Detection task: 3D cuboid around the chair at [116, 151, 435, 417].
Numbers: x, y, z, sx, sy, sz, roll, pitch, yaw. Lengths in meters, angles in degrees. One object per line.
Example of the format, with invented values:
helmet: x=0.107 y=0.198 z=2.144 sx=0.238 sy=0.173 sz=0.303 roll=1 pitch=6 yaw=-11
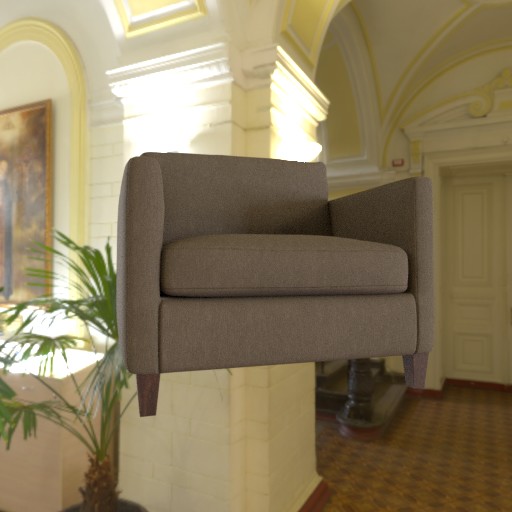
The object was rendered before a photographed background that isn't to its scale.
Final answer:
chair: x=0.000 y=0.000 z=1.858 sx=1.107 sy=0.963 sz=0.959 roll=0 pitch=-1 yaw=-18
